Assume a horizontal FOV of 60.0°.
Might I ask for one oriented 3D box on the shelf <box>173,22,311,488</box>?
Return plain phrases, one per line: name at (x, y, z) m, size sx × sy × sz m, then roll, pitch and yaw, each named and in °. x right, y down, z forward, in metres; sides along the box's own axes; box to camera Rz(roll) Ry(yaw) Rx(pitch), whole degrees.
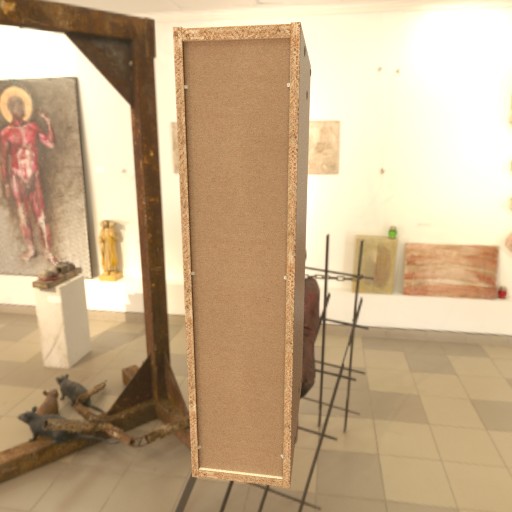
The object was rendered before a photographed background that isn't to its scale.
shelf at (0.000, 0.000, 0.701) m, size 0.147 × 0.600 × 0.290 m, roll 2°, pitch 15°, yaw 9°
